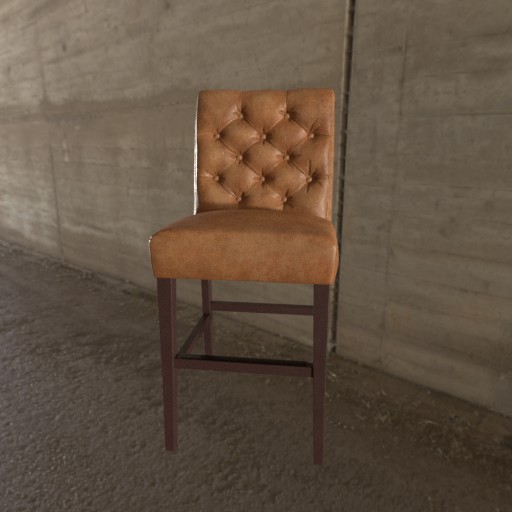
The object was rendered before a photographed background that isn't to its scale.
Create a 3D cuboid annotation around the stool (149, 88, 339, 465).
[{"bbox_3d":[0.000,0.000,1.403,0.493,1.047,0.601,2,15,7],"label":"stool"}]
